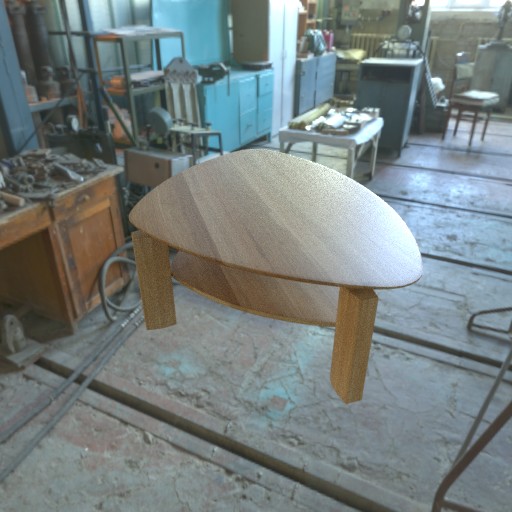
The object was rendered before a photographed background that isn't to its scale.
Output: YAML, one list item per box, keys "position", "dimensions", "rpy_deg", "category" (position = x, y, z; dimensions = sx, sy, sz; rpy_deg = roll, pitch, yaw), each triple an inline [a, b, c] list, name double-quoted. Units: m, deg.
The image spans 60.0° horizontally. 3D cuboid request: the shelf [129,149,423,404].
- position: [0.000, 0.000, 1.653]
  dimensions: [0.863, 0.439, 1.240]
  rpy_deg: [-9, 31, -16]
  category: "shelf"
